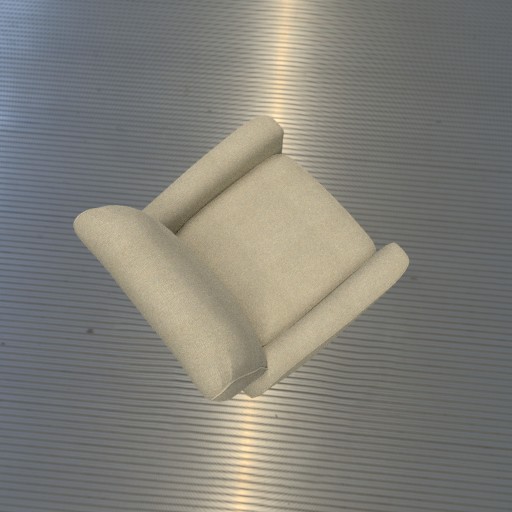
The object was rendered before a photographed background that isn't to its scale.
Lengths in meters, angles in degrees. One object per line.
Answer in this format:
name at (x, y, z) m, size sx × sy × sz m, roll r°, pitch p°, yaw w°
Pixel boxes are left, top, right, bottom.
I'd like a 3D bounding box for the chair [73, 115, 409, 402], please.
chair at (0.000, 0.000, 1.693) m, size 0.853 × 1.006 × 0.850 m, roll -39°, pitch 78°, yaw -10°
